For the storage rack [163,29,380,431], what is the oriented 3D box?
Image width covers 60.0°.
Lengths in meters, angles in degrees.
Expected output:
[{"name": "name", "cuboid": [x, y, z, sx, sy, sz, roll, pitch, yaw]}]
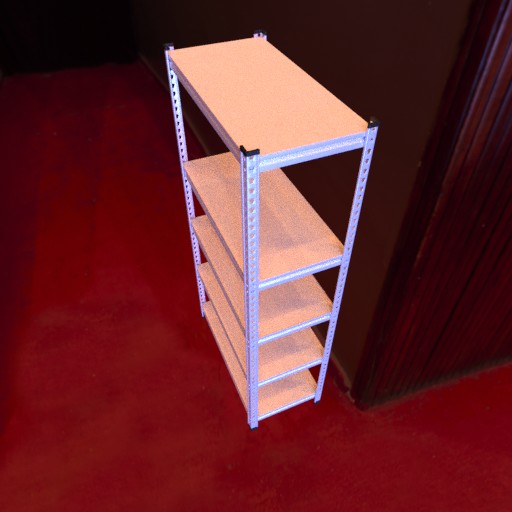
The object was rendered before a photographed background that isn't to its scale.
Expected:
[{"name": "storage rack", "cuboid": [0.000, 0.000, 2.251, 0.457, 1.829, 0.914, -17, 47, -16]}]
